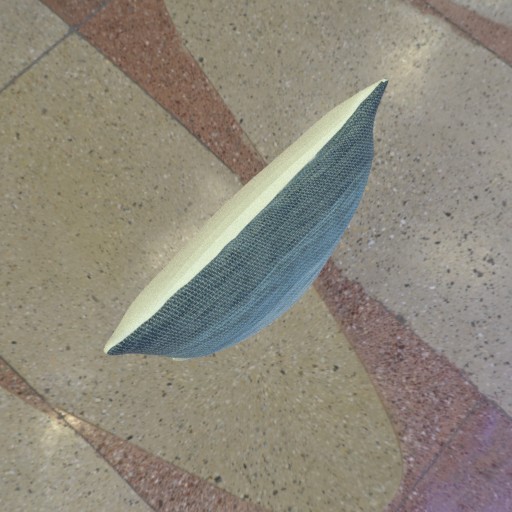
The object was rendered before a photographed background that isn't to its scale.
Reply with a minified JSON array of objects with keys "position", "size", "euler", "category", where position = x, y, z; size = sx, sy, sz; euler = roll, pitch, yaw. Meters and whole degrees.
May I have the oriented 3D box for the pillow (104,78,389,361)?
[{"position":[0.000,0.000,0.675],"size":[0.182,0.441,0.440],"euler":[43,80,9],"category":"pillow"}]
